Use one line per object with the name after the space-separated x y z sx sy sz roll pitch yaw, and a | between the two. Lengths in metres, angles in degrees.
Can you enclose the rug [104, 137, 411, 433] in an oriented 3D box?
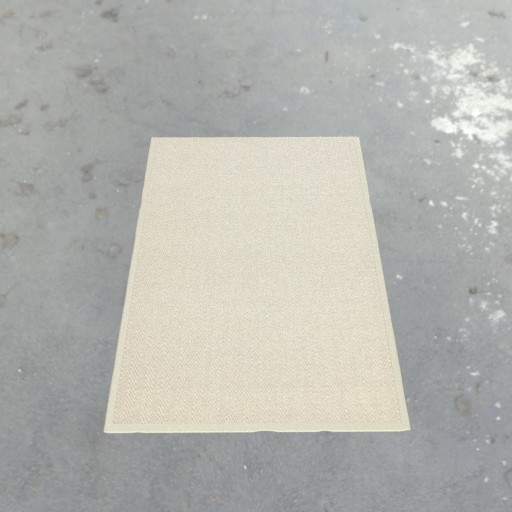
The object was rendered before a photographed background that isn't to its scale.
0.000 0.000 4.883 2.734 0.037 3.659 0 59 0 | rug
